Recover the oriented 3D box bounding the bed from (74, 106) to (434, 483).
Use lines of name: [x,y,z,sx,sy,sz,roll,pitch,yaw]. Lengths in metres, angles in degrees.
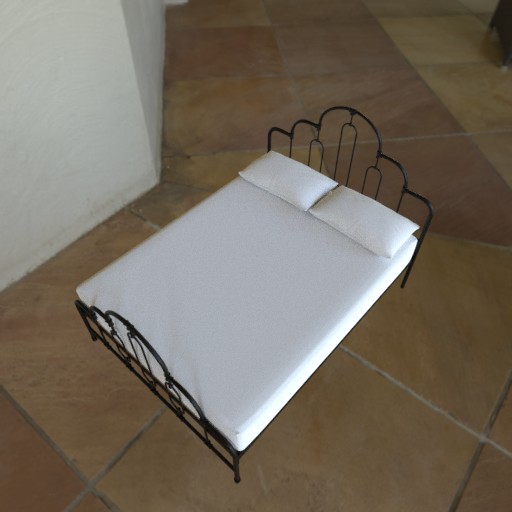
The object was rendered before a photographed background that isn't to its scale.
bed: [0.000,0.000,3.243,1.626,1.444,2.181,34,56,26]
